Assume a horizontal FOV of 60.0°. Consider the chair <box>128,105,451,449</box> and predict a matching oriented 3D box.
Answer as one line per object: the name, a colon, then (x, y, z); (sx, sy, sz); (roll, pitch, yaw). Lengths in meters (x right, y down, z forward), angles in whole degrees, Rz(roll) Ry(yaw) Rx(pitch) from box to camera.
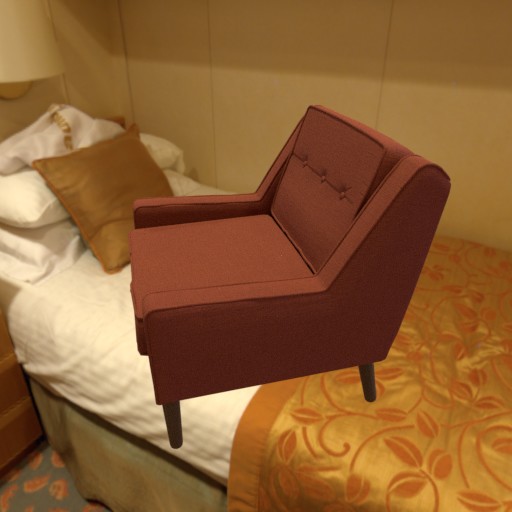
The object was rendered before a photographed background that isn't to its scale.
chair: (0.000, 0.000, 1.387); (0.770, 0.812, 0.680); (-8, 31, -14)
